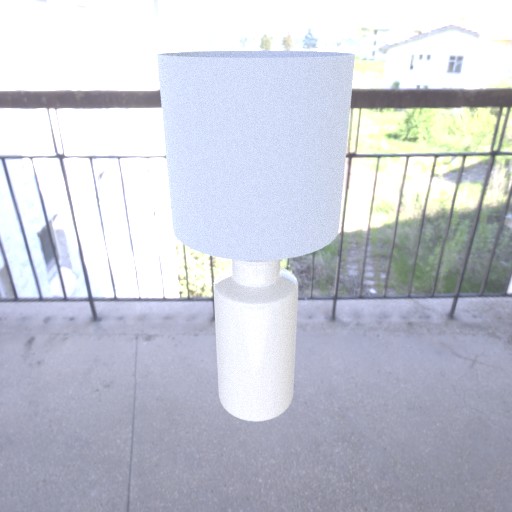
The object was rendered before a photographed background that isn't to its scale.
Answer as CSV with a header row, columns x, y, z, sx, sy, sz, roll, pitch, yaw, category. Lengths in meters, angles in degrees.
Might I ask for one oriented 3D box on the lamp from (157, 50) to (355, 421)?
x,y,z,sx,sy,sz,roll,pitch,yaw,category
0.000,0.000,0.593,0.212,0.493,0.212,0,26,0,lamp
